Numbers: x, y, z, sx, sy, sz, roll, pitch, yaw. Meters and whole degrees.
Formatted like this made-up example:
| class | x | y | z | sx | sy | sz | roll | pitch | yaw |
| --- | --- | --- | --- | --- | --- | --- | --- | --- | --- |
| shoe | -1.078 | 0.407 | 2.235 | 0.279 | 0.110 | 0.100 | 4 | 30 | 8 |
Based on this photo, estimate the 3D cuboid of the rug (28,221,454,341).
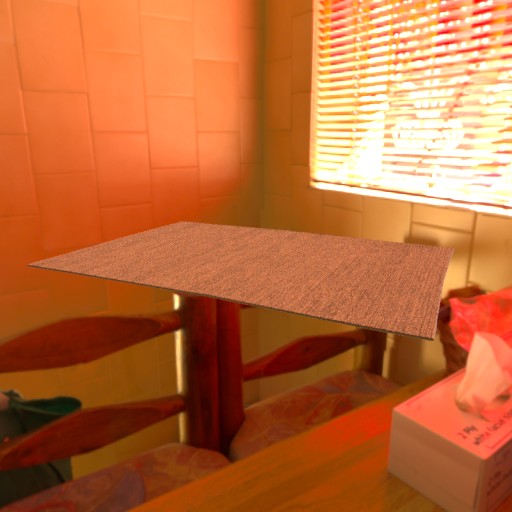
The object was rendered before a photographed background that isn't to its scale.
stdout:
| class | x | y | z | sx | sy | sz | roll | pitch | yaw |
| --- | --- | --- | --- | --- | --- | --- | --- | --- | --- |
| rug | 0.000 | 0.000 | 2.912 | 2.338 | 0.030 | 1.616 | 7 | 17 | 25 |
